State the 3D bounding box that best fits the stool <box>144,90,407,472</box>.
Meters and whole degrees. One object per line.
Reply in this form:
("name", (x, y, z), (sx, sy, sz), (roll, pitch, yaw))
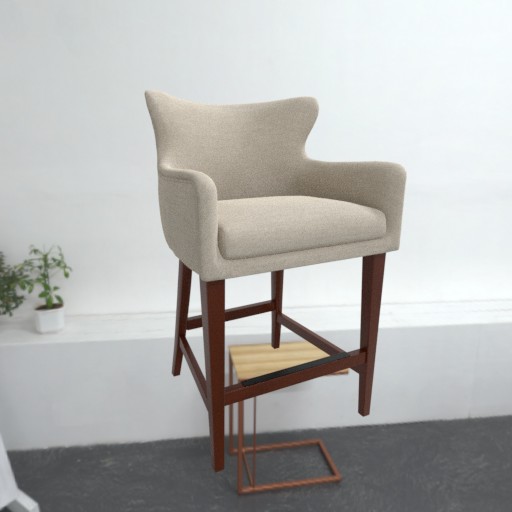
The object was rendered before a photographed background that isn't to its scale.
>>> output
("stool", (0.000, 0.000, 1.406), (0.615, 0.987, 0.637), (-8, 18, -27))
